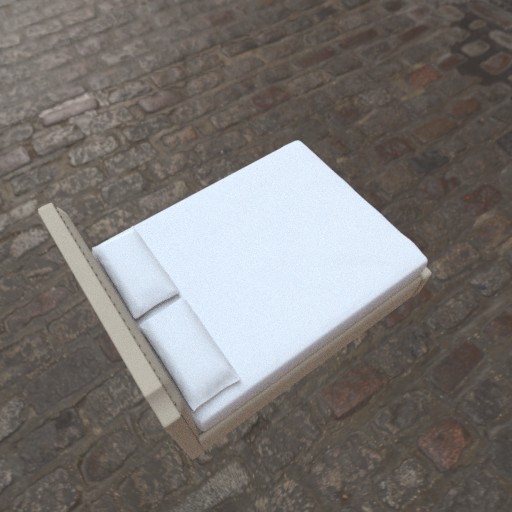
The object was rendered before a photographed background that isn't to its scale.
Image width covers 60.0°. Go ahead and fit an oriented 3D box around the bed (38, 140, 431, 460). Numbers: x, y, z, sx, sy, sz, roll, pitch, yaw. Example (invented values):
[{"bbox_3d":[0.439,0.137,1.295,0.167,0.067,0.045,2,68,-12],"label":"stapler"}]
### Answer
[{"bbox_3d":[0.000,0.000,3.400,2.329,1.415,1.703,-31,63,-18],"label":"bed"}]
